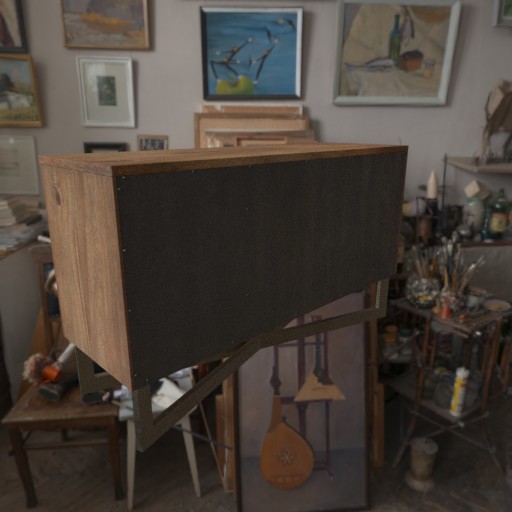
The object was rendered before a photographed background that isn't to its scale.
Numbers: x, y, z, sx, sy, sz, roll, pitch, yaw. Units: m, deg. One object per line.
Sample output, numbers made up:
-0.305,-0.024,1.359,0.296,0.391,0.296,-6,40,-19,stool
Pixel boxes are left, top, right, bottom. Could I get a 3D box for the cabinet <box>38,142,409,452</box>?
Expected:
0.000,0.000,1.734,1.373,0.812,0.480,-16,23,-42,cabinet
